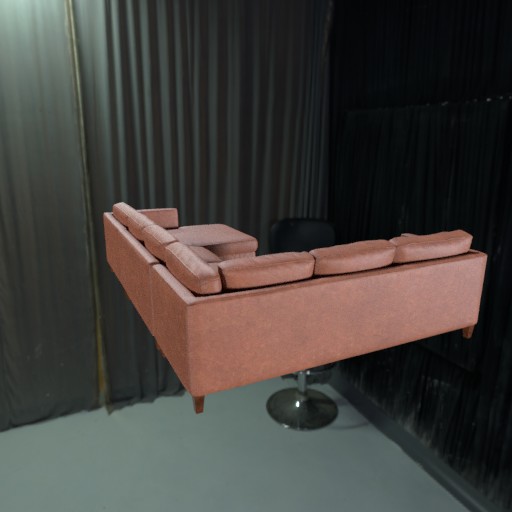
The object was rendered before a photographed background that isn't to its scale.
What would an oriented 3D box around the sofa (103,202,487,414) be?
[{"bbox_3d":[0.000,0.000,4.622,2.593,0.923,3.460,-7,17,-25],"label":"sofa"}]
